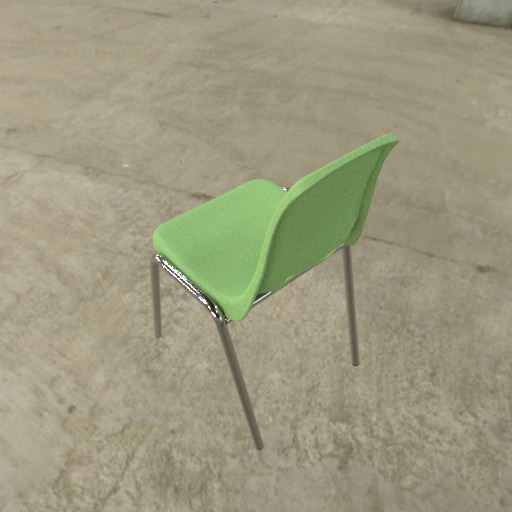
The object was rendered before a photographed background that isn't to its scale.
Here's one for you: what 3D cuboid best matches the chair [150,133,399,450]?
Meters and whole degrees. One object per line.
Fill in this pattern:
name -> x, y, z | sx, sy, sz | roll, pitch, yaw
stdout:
chair -> 0.000, 0.000, 0.963 | 0.381, 0.704, 0.436 | -31, 52, -28
